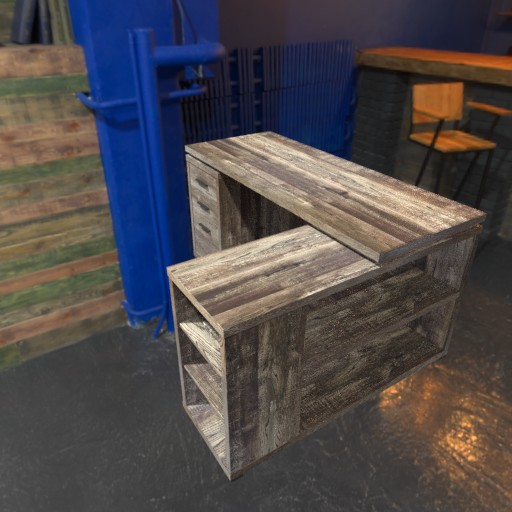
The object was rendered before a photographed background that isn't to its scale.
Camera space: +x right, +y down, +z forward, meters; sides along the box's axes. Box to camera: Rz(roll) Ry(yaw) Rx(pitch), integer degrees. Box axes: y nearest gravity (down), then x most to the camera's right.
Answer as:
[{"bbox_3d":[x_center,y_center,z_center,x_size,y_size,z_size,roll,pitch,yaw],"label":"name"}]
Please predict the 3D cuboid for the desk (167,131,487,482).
[{"bbox_3d":[0.000,0.000,2.222,1.200,0.753,1.524,-18,34,-28],"label":"desk"}]
